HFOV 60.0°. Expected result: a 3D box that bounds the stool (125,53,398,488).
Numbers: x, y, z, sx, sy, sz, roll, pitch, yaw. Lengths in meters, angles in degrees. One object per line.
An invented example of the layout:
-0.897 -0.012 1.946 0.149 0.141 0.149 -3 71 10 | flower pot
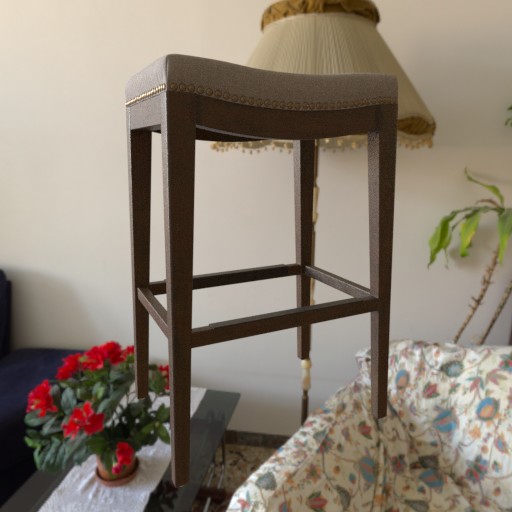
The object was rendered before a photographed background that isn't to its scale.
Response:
0.000 0.000 0.994 0.508 0.762 0.356 -7 15 -26 | stool
